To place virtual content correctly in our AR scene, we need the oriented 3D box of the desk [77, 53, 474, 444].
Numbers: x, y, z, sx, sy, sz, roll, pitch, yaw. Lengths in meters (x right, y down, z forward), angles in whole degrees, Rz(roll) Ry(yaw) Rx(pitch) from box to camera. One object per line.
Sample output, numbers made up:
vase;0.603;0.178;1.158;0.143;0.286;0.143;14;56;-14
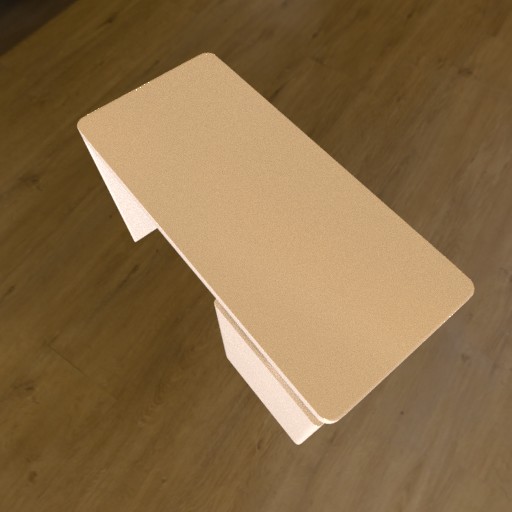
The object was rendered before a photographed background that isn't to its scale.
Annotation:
desk;0.000;0.000;1.638;0.550;0.760;1.200;-36;68;-17
